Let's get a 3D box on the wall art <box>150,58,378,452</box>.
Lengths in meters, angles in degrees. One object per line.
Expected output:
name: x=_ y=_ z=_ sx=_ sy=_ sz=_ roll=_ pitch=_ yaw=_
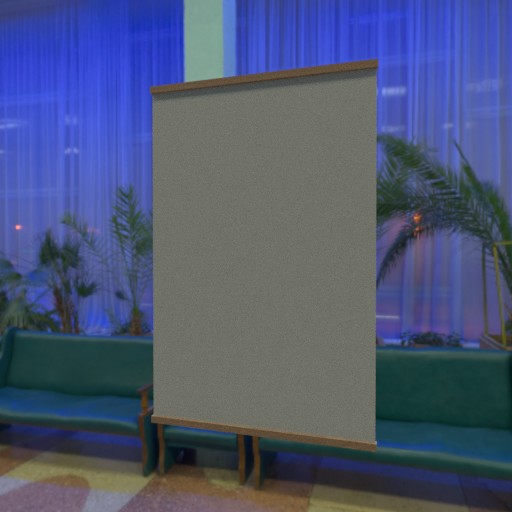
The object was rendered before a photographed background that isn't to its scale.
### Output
wall art: x=0.000 y=0.000 z=1.873 sx=0.990 sy=1.519 sz=0.030 roll=0 pitch=1 yaw=17
